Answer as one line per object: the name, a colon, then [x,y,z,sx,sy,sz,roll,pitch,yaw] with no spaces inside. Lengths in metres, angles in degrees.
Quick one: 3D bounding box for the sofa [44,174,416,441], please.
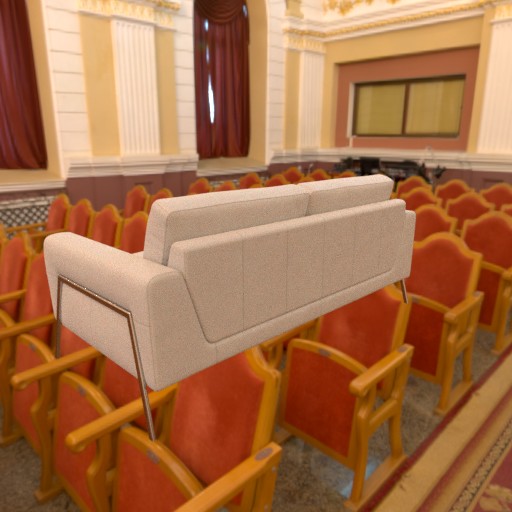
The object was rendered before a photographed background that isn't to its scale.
sofa: [0.000,0.000,2.547,2.017,0.875,0.953,-15,21,-43]
